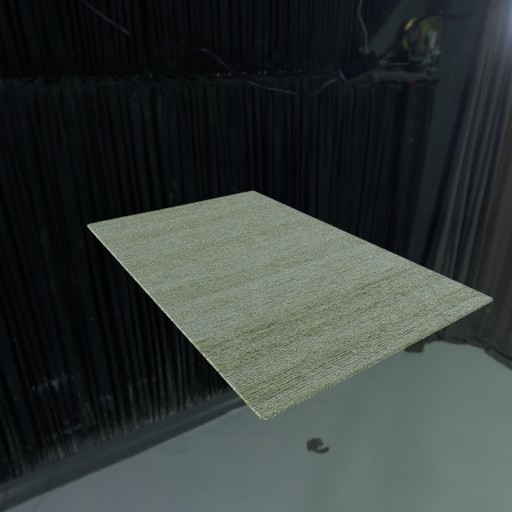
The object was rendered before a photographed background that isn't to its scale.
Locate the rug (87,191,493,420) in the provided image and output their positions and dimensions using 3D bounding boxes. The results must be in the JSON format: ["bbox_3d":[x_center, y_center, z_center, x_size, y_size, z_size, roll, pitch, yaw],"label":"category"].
[{"bbox_3d":[0.000,0.000,2.155,1.143,0.010,1.758,-16,30,-30],"label":"rug"}]
